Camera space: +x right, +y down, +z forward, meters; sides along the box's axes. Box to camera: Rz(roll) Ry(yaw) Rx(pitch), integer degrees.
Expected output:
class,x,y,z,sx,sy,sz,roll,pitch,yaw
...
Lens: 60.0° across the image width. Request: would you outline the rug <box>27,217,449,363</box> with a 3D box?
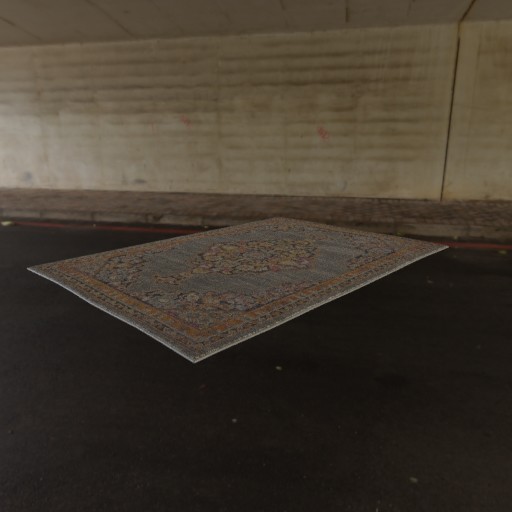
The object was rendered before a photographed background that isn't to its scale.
class,x,y,z,sx,sy,sz,roll,pitch,yaw
rug,0.000,0.000,3.676,2.043,0.026,2.901,15,21,42
